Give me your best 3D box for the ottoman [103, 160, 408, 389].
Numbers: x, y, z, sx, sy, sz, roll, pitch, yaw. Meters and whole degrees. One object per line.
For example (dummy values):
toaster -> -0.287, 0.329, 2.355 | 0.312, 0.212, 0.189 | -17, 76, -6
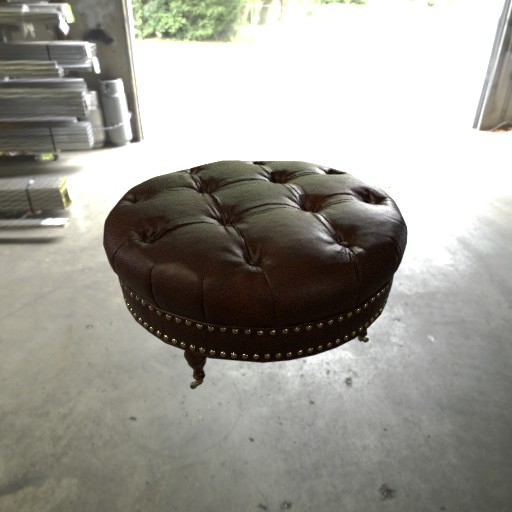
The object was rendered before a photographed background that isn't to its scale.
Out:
ottoman -> 0.000, 0.000, 1.424 | 0.901, 0.455, 0.901 | 0, 30, 0
